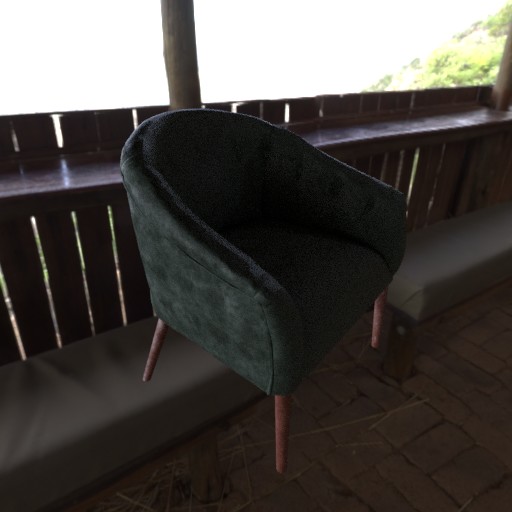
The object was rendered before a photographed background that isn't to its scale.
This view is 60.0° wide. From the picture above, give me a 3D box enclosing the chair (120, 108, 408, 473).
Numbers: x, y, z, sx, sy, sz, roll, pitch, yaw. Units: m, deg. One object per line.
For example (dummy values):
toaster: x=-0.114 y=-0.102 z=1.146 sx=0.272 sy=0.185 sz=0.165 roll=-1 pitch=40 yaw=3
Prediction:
chair: x=0.000 y=0.000 z=1.498 sx=0.776 sy=0.885 sz=0.851 roll=18 pitch=32 yaw=31
